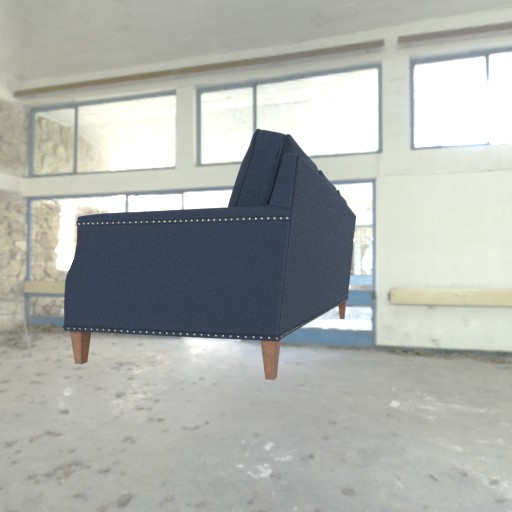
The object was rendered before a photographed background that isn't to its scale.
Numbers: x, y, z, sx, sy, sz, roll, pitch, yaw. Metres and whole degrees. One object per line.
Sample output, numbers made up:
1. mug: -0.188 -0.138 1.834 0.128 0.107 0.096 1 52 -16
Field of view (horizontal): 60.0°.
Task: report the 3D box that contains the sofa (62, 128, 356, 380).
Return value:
1. sofa: 0.000 0.000 2.845 1.084 1.003 2.246 -1 -2 18
